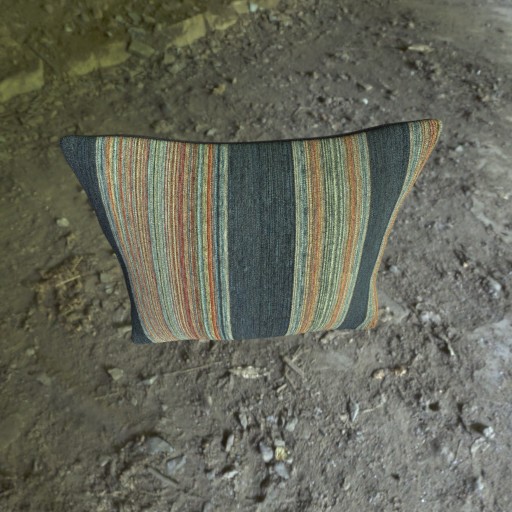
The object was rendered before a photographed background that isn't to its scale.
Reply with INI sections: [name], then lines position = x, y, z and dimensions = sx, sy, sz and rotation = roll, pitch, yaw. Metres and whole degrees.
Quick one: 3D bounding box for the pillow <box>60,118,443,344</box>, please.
[pillow]
position = 0.000, 0.000, 0.643
dimensions = 0.437, 0.419, 0.136
rotation = -3, 47, -3
